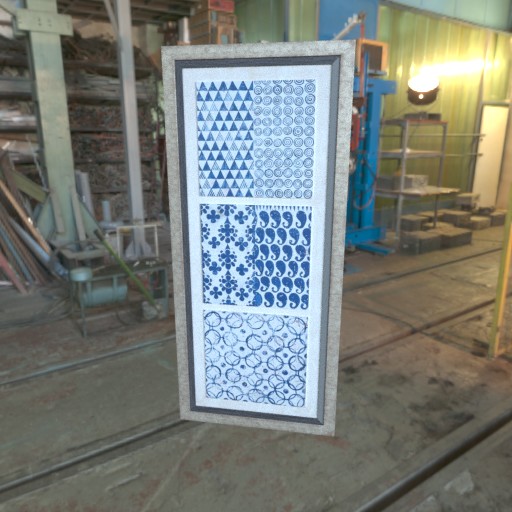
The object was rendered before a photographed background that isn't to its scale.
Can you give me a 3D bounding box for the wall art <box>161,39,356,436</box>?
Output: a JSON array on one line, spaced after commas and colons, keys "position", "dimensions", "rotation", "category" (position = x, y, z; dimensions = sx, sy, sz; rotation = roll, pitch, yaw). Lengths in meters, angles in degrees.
[{"position": [0.000, 0.000, 1.668], "dimensions": [0.648, 1.461, 0.051], "rotation": [3, 15, 10], "category": "wall art"}]
